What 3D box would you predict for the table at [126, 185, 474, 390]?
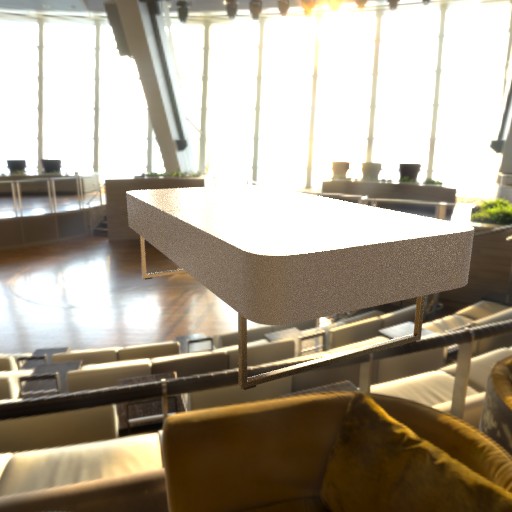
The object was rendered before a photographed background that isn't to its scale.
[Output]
[{"bbox_3d":[0.000,0.000,1.464,0.600,0.340,1.200,-7,16,-26],"label":"table"}]
